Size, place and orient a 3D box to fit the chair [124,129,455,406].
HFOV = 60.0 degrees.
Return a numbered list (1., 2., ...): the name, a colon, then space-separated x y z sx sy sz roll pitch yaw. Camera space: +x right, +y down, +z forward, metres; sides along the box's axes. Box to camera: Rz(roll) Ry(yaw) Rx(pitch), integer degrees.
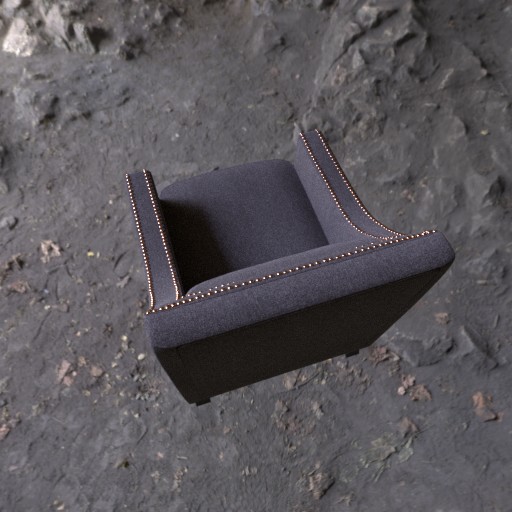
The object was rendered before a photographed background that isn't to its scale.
1. chair: 0.000 0.000 1.629 0.776 0.967 0.884 -15 60 -9
